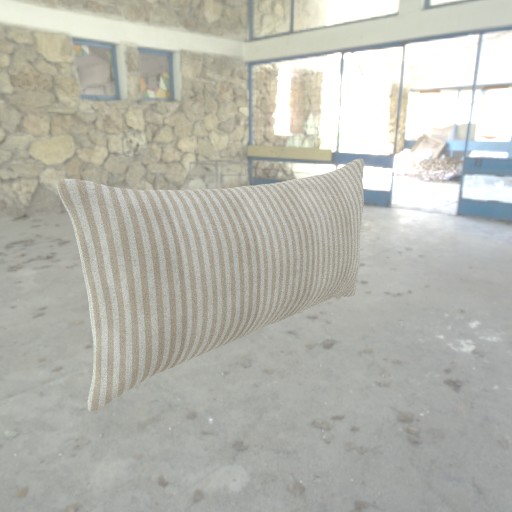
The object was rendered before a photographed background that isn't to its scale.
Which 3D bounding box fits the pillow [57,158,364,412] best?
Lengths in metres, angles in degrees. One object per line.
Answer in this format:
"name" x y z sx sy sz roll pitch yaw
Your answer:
"pillow" 0.000 0.000 0.734 0.151 0.295 0.617 15 21 43
